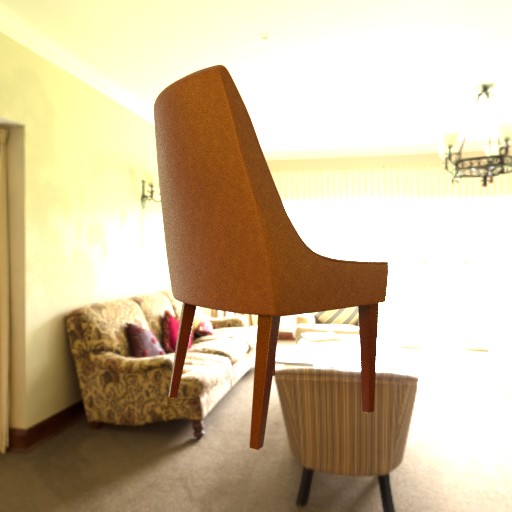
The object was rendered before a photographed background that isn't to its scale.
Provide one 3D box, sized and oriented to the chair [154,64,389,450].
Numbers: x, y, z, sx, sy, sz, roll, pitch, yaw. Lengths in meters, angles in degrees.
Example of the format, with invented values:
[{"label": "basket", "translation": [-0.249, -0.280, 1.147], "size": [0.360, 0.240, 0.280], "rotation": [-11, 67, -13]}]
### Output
[{"label": "chair", "translation": [0.000, 0.000, 1.253], "size": [0.544, 0.861, 0.529], "rotation": [-1, 1, -37]}]
